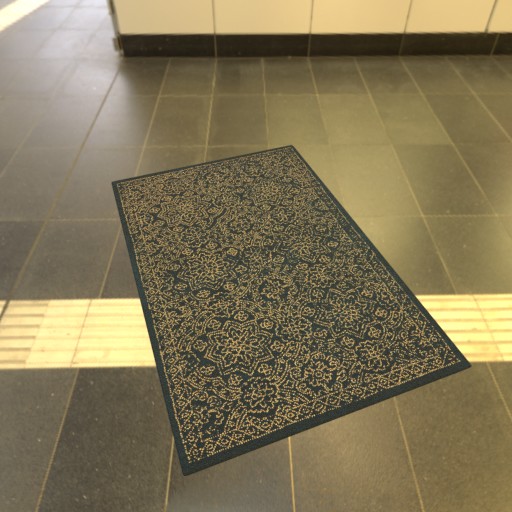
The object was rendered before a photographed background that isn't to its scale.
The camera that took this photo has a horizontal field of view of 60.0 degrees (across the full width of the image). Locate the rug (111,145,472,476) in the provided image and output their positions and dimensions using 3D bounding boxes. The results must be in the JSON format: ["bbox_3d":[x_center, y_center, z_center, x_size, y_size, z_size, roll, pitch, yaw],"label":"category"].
[{"bbox_3d":[0.000,0.000,2.276,1.219,0.010,1.829,-15,47,-14],"label":"rug"}]
